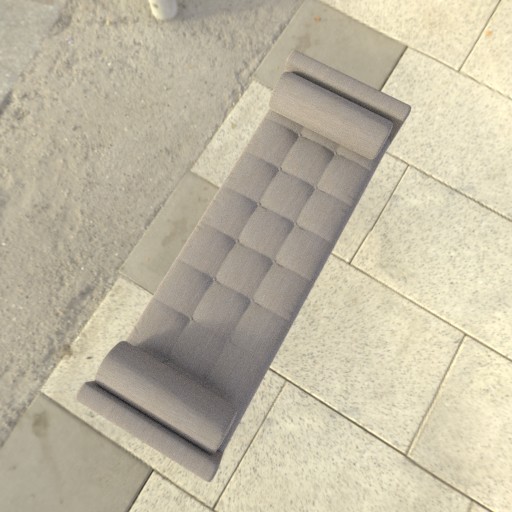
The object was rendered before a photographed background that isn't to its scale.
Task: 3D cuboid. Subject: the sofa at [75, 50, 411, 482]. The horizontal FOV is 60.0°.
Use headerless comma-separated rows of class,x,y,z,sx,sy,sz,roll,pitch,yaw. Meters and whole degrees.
sofa,0.000,0.000,2.336,0.686,0.635,1.981,29,78,6
